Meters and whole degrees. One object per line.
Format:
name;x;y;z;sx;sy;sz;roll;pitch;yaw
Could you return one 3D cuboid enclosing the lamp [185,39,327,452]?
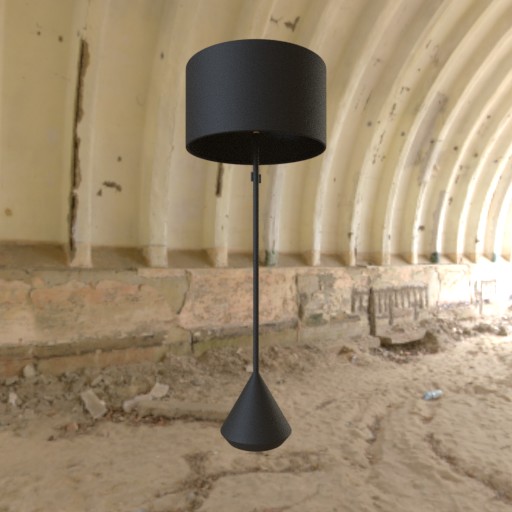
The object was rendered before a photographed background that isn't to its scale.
lamp;0.000;0.000;1.842;0.580;1.526;0.580;0;0;18
